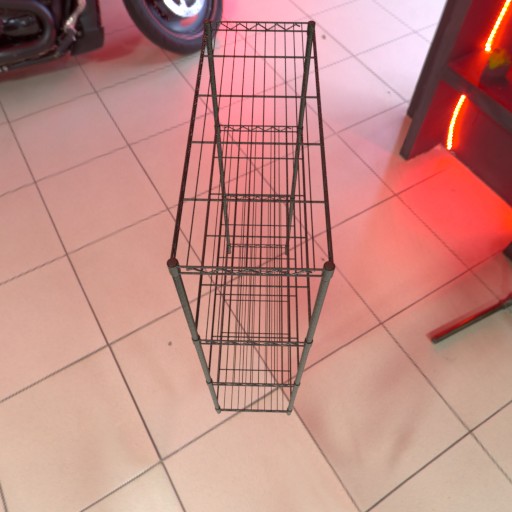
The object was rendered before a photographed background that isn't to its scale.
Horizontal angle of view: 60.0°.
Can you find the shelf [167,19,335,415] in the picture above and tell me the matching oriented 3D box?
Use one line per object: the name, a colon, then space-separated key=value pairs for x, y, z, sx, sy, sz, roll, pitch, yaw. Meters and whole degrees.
shelf: x=0.000 y=0.000 z=1.731 sx=0.352 sy=1.361 sz=0.907 roll=1 pitch=58 yaw=1
